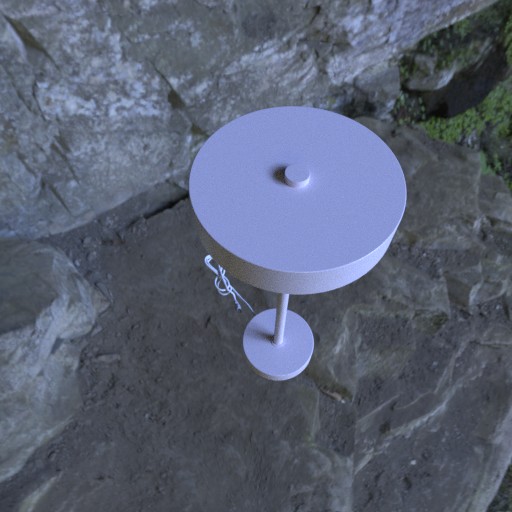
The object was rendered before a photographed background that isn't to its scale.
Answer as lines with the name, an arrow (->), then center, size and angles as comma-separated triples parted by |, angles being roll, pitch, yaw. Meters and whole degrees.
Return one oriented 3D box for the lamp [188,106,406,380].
lamp -> 0.000, 0.000, 0.706 | 0.229, 0.508, 0.369 | -33, 64, -19
